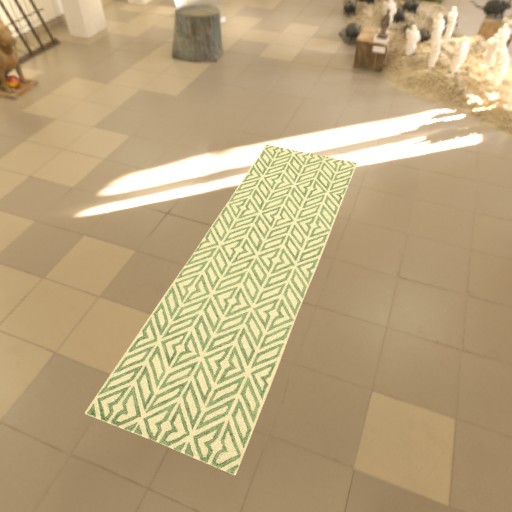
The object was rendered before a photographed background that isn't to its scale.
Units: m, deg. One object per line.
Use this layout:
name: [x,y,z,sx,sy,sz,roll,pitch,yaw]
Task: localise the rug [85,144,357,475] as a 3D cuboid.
rug: [0.000,0.000,2.726,0.750,0.009,2.435,15,48,14]
